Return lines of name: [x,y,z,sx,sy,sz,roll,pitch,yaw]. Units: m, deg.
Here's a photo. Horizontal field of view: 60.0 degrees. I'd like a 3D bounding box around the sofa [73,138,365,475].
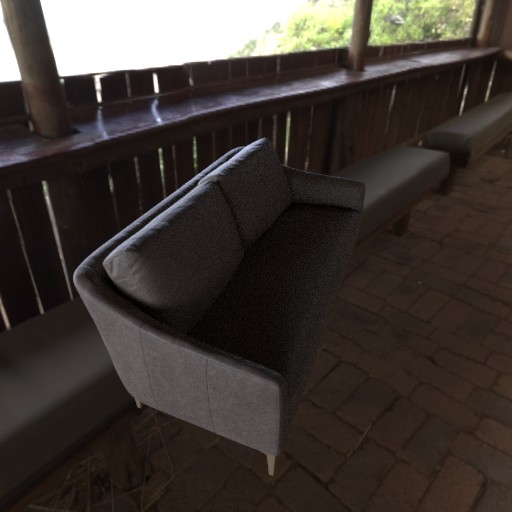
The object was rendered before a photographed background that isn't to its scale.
sofa: [0.000,0.000,2.542,0.960,0.902,2.036,10,32,17]
